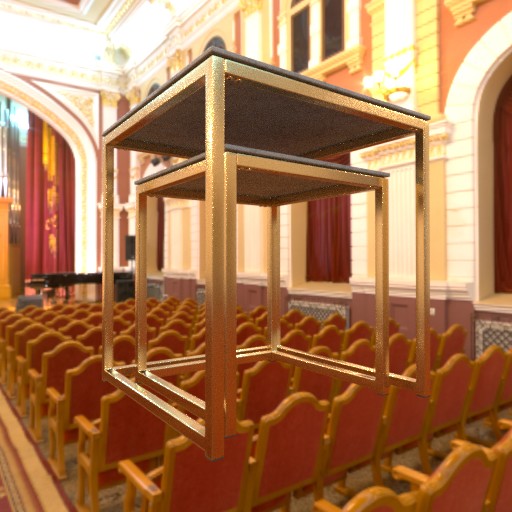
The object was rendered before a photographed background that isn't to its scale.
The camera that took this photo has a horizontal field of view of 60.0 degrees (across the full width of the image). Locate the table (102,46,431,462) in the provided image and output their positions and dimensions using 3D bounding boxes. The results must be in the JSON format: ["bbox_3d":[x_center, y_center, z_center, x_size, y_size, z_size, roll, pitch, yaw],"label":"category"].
[{"bbox_3d":[0.000,0.000,0.843,0.450,0.500,0.450,0,-1,-35],"label":"table"}]
